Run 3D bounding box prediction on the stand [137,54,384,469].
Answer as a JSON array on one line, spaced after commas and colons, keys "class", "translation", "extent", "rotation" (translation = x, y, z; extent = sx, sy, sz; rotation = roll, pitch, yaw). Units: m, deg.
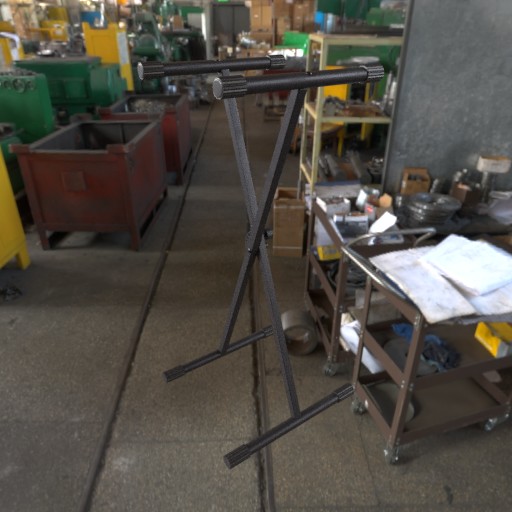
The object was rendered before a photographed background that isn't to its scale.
[{"class": "stand", "translation": [0.000, 0.000, 1.173], "extent": [0.449, 0.940, 0.409], "rotation": [-19, 33, -31]}]
